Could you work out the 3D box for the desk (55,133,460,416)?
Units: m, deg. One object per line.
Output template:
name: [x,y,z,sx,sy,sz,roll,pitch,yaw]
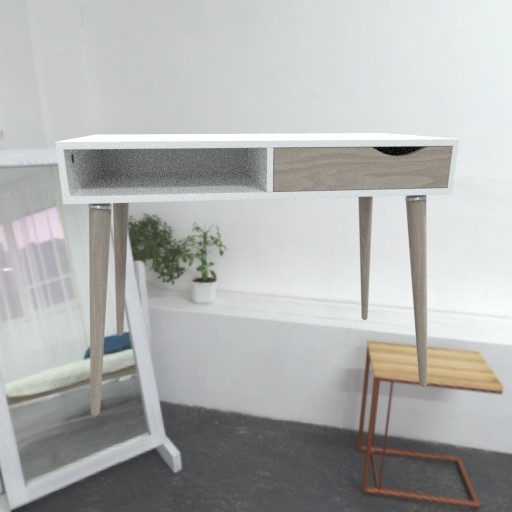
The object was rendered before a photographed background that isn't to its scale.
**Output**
desk: [0.000,0.000,1.389,0.979,0.723,0.491,-3,17,-8]
